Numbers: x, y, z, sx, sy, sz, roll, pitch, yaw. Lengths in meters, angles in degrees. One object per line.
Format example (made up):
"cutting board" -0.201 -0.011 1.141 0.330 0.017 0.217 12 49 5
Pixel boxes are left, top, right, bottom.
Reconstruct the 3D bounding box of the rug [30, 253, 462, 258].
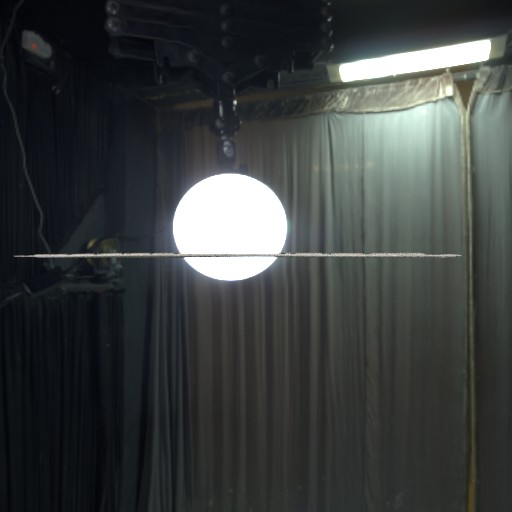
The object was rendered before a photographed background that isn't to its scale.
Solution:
"rug" 0.000 0.000 4.073 3.213 0.030 2.388 0 0 18
